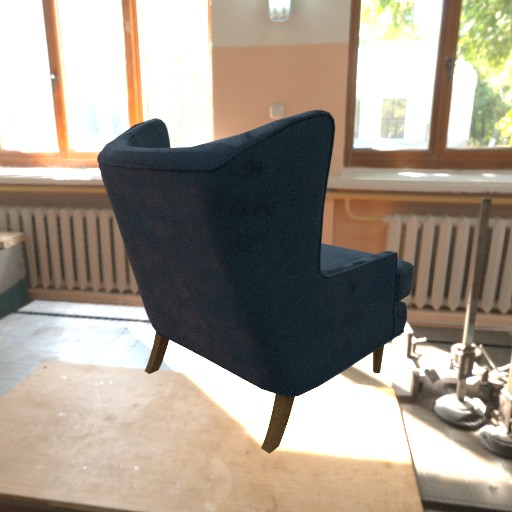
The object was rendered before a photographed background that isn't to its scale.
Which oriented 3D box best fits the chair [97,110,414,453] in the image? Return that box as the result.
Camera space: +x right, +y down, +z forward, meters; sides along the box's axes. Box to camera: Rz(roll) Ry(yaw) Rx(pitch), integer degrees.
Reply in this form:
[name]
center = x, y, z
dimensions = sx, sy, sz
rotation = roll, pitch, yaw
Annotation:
[chair]
center = 0.000, 0.000, 1.581
dimensions = 0.793, 0.952, 0.910
rotation = 14, 21, 43
